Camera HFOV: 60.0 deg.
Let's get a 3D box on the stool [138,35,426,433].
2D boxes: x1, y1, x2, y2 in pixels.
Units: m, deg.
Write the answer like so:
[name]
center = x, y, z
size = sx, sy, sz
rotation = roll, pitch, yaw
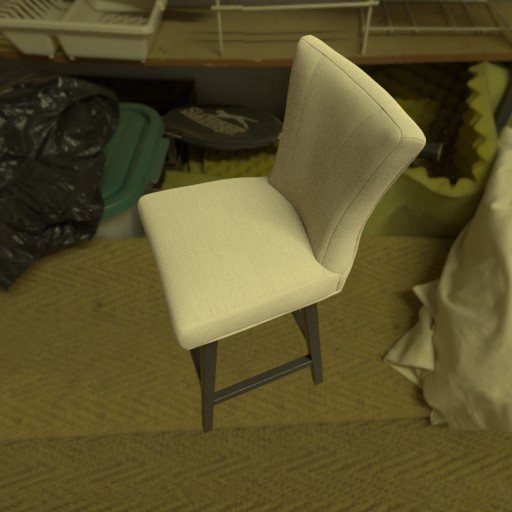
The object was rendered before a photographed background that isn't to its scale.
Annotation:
[stool]
center = 0.000, 0.000, 1.287
size = 0.574, 1.000, 0.514
rotation = -15, 50, -14
